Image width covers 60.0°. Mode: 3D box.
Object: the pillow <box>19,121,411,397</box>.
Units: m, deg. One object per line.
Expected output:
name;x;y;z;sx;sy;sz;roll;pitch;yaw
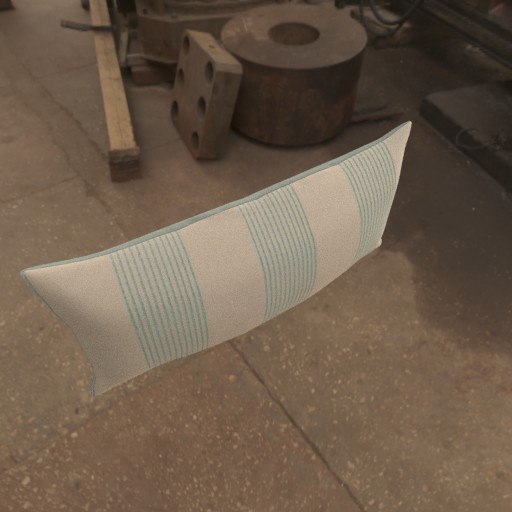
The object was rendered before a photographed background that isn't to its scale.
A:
pillow;0.000;0.000;0.698;0.610;0.287;0.151;-25;51;-22
